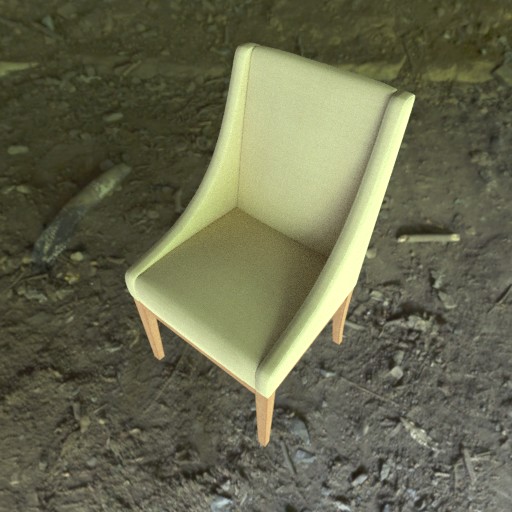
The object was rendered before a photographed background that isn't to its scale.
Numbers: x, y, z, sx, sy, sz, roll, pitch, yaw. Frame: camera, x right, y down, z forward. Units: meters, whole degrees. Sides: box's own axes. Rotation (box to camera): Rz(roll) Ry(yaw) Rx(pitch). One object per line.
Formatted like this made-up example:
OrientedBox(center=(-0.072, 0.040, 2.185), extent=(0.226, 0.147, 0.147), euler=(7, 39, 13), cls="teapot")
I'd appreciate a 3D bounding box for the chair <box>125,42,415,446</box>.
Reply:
OrientedBox(center=(0.000, 0.000, 1.392), extent=(0.575, 1.021, 0.611), euler=(31, 53, 26), cls="chair")
